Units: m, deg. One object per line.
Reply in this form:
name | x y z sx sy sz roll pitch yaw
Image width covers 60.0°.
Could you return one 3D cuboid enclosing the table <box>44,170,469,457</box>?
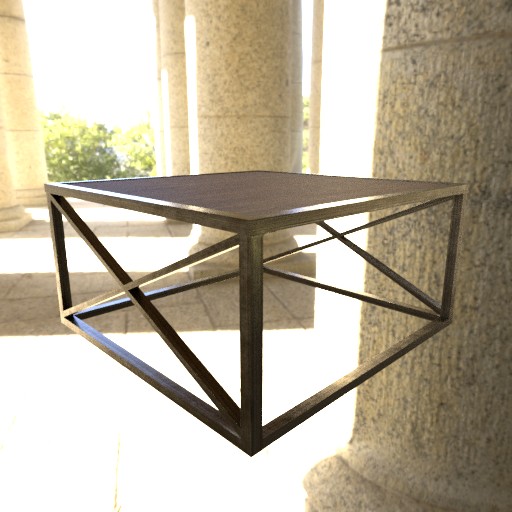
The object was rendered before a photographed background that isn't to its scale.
table | 0.000 0.000 1.389 0.909 0.451 0.899 -14 20 -43
